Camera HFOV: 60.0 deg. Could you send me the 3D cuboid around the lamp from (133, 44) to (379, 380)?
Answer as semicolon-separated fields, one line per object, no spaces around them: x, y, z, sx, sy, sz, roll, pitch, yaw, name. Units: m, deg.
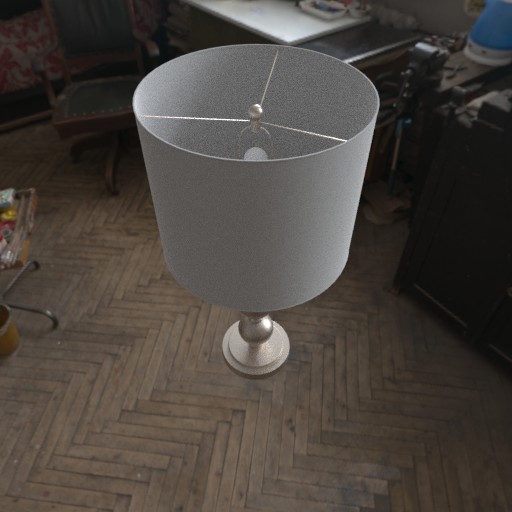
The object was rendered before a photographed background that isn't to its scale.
0.000;0.000;0.696;0.277;0.538;0.277;10;47;9;lamp
